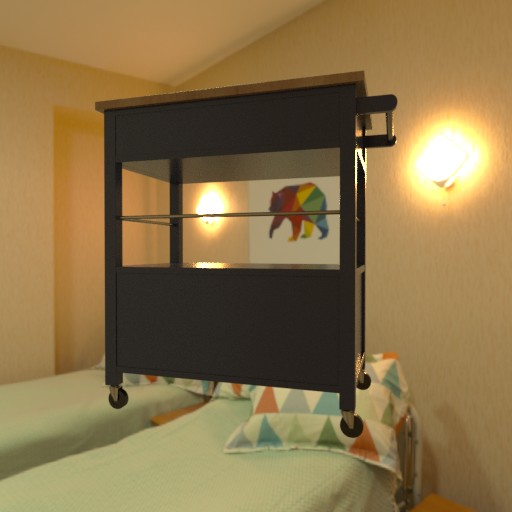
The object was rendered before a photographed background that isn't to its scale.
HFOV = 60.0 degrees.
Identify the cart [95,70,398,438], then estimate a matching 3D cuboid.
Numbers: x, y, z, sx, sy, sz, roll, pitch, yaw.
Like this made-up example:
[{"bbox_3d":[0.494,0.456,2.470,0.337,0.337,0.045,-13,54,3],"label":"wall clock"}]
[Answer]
[{"bbox_3d":[0.000,0.000,1.391,0.840,0.901,0.459,0,1,17],"label":"cart"}]
